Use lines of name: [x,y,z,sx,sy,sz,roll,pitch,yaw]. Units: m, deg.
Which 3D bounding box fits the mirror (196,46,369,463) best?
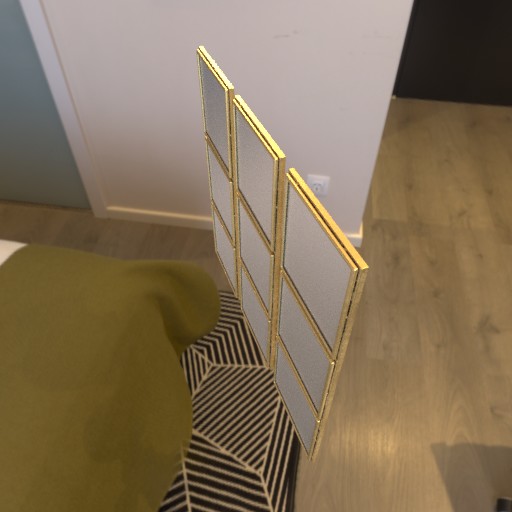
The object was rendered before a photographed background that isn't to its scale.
mirror: [0.000,0.000,1.409,0.023,0.926,1.011,-15,48,-14]
